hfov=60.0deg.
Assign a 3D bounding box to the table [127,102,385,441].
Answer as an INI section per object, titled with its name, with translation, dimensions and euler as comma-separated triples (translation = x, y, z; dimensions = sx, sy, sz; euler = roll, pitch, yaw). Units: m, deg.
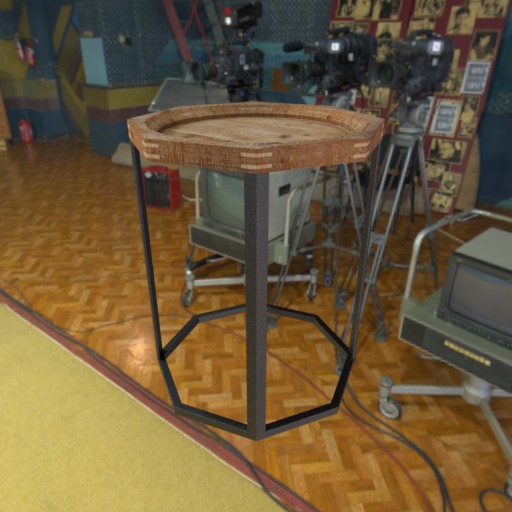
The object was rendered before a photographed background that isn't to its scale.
[table]
translation = 0.000, 0.000, 0.909
dimensions = 0.458, 0.543, 0.458
euler = 0, 27, 0
